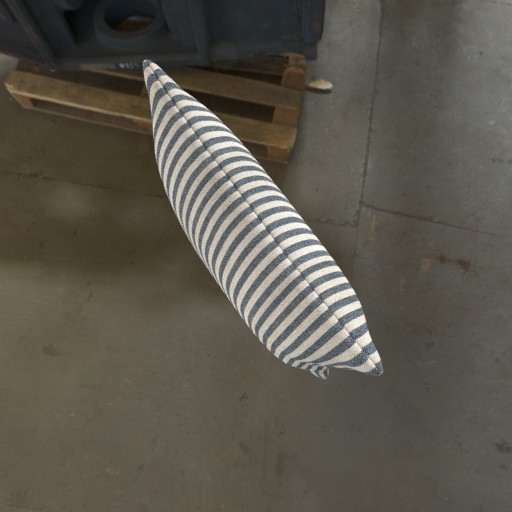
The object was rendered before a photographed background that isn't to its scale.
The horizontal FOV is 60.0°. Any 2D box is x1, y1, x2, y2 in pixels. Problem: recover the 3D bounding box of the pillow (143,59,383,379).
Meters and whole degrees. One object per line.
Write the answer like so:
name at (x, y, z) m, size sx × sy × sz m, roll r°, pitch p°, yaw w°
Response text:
pillow at (0.000, 0.000, 0.800) m, size 0.166 × 0.510 × 0.523 m, roll -34°, pitch 77°, yaw -9°
